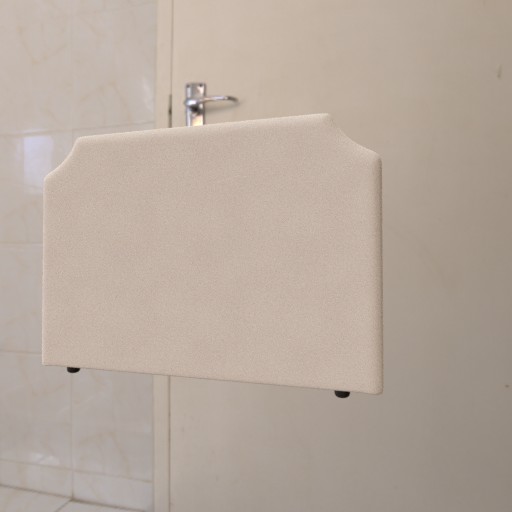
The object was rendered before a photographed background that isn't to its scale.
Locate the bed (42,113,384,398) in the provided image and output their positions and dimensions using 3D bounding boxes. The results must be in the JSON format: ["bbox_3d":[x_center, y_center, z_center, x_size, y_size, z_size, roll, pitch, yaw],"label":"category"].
[{"bbox_3d":[0.000,0.000,3.229,1.827,1.296,2.209,0,0,17],"label":"bed"}]
